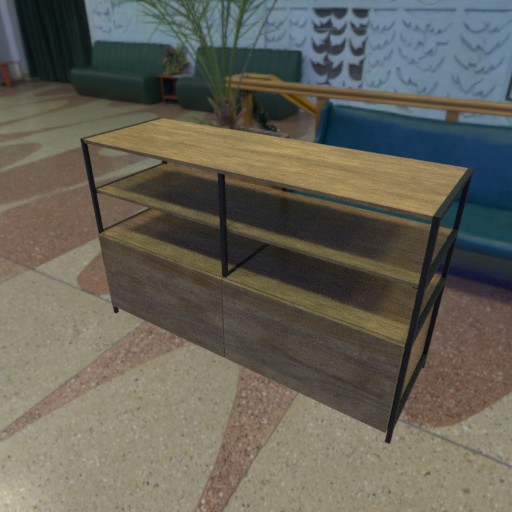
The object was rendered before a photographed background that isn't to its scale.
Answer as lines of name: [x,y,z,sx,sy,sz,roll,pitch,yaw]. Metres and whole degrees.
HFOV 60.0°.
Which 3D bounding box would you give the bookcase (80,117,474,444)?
bookcase: [0.000,0.000,1.498,1.149,0.712,0.391,18,34,28]
